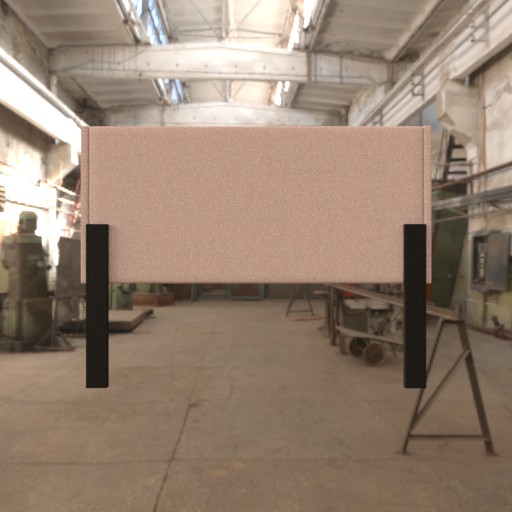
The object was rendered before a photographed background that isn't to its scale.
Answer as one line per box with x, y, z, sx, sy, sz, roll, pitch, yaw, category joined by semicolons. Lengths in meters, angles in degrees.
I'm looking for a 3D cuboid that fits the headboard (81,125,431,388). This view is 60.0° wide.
0.000;0.000;2.643;2.051;1.524;0.184;0;0;0;headboard
